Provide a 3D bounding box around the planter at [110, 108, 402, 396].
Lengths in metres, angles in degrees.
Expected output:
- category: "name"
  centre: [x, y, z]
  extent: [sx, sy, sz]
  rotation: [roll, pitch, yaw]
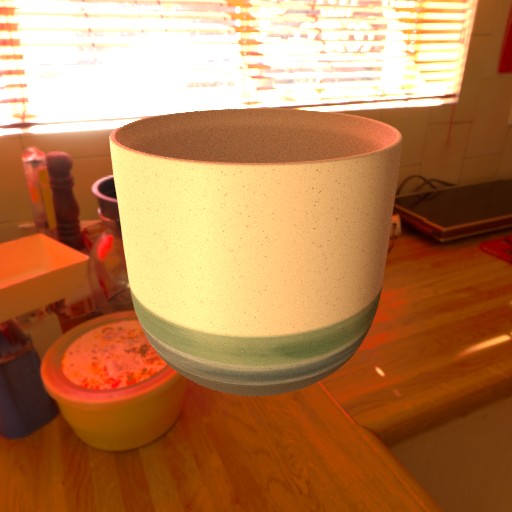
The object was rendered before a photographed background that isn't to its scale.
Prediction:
- category: "planter"
  centre: [0.000, 0.000, 0.478]
  extent: [0.268, 0.270, 0.268]
  rotation: [0, 26, 0]
